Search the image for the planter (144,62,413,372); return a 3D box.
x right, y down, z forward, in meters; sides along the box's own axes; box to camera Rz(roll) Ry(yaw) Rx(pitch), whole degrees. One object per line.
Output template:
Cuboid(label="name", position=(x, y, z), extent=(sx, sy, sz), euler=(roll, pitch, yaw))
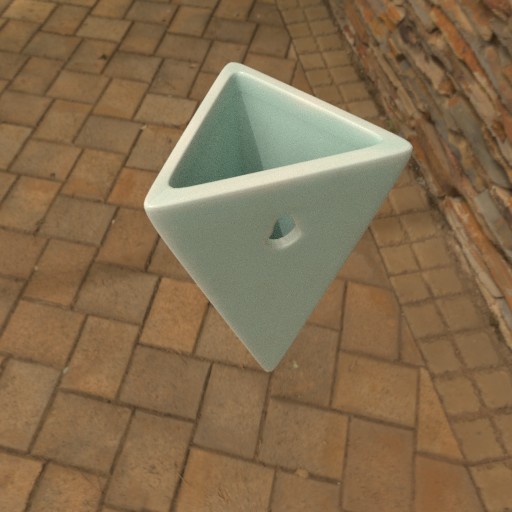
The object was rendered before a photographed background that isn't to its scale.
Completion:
Cuboid(label="planter", position=(0.000, 0.000, 0.215), extent=(0.080, 0.178, 0.064), euler=(-14, 59, -9))
